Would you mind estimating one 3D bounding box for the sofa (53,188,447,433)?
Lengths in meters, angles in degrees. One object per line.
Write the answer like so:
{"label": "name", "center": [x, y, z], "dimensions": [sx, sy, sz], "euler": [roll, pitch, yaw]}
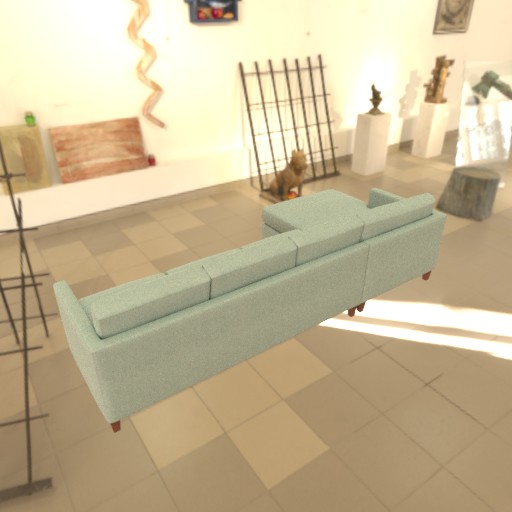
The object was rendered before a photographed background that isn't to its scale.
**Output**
{"label": "sofa", "center": [0.000, 0.000, 4.128], "dimensions": [3.470, 0.953, 1.600], "euler": [-19, 34, -30]}
